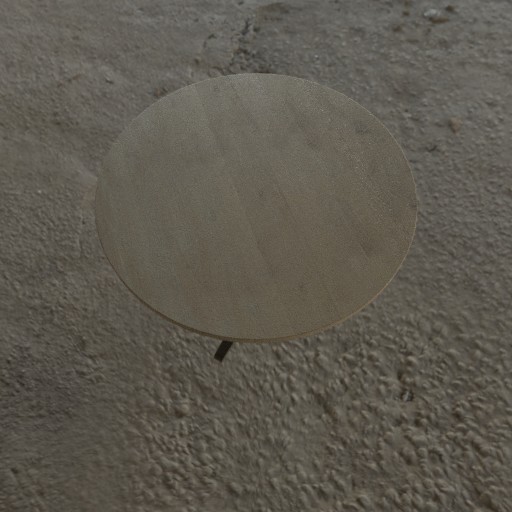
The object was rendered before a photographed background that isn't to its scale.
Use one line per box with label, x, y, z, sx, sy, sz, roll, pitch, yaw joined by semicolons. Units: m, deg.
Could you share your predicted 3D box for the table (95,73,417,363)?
table;0.000;0.000;1.459;0.800;0.780;0.800;0;63;0
